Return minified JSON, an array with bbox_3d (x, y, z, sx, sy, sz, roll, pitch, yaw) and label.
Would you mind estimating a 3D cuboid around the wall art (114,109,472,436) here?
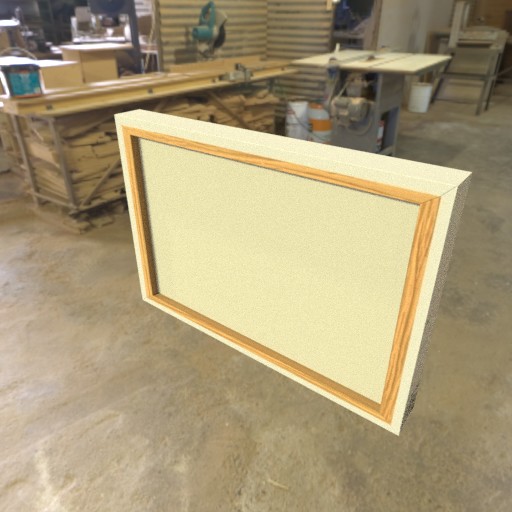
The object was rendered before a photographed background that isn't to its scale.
[{"bbox_3d":[0.000,0.000,0.485,0.381,0.259,0.038,21,36,32],"label":"wall art"}]
